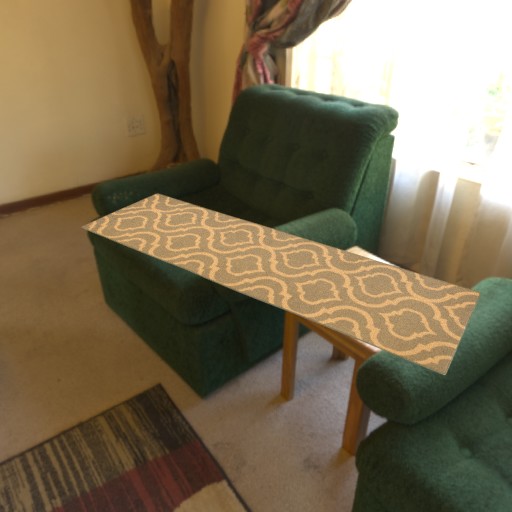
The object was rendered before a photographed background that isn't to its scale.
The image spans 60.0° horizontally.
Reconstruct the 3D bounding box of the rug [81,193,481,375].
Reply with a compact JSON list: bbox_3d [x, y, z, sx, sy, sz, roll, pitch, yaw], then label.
[{"bbox_3d":[0.000,0.000,2.539,2.275,0.009,0.684,19,36,29],"label":"rug"}]
